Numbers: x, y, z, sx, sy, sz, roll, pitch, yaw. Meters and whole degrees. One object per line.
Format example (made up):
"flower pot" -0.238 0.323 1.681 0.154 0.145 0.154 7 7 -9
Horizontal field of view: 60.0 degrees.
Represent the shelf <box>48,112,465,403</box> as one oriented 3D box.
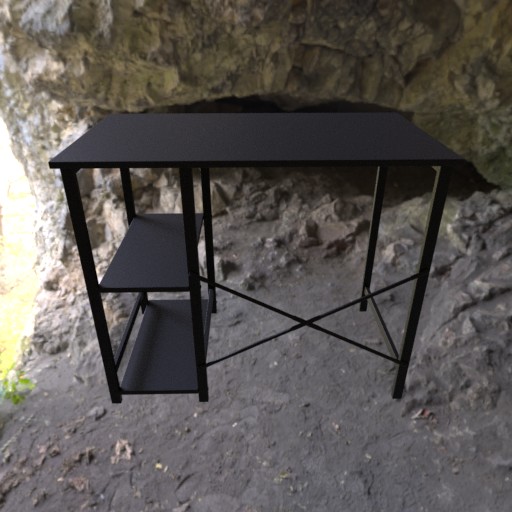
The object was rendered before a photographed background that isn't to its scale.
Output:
"shelf" 0.000 0.000 1.356 0.902 0.749 0.498 -1 29 -1
